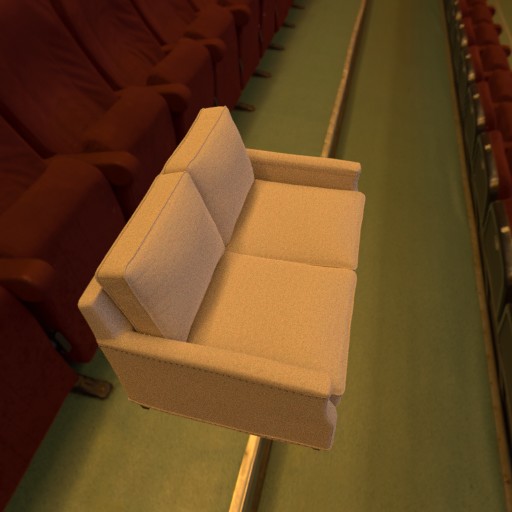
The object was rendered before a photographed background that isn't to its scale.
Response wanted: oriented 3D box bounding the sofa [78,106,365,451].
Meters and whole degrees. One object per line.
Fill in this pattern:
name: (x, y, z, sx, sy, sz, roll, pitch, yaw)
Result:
sofa: (0.000, 0.000, 2.368, 1.084, 1.003, 1.597, 10, 47, 9)
